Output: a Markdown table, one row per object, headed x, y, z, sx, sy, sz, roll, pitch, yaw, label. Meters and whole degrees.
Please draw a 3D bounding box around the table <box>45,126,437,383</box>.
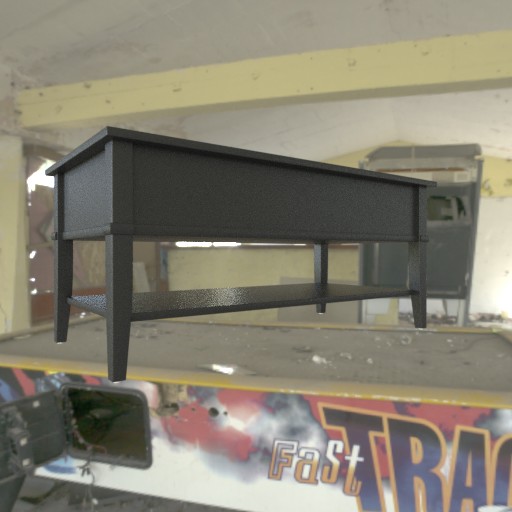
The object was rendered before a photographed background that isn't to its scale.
| x | y | z | sx | sy | sz | roll | pitch | yaw | label |
| --- | --- | --- | --- | --- | --- | --- | --- | --- | --- |
| 0.000 | 0.000 | 1.309 | 1.044 | 0.470 | 0.523 | 0 | 0 | -36 | table |
